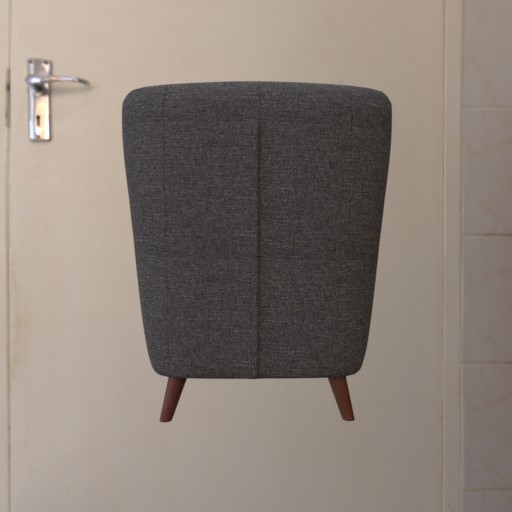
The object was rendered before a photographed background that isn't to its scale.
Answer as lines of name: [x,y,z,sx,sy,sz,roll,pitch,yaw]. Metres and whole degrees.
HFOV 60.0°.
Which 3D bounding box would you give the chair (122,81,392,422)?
chair: [0.000,0.000,1.730,0.878,1.063,0.904,0,0,-1]
